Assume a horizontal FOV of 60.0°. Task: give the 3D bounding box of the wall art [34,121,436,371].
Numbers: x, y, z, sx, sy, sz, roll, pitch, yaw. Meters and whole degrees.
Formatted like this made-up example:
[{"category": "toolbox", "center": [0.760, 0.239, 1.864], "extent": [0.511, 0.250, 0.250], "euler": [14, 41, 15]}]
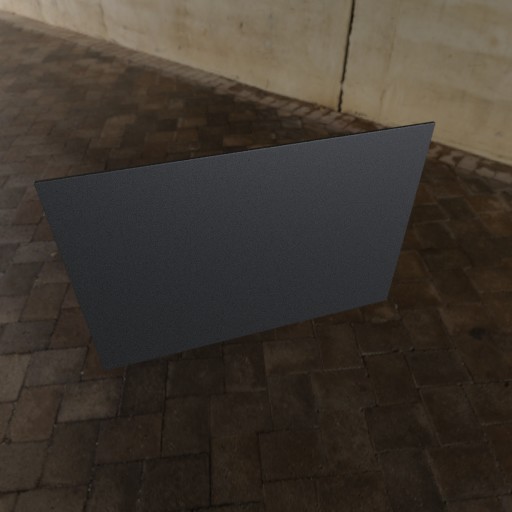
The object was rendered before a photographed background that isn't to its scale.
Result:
[{"category": "wall art", "center": [0.000, 0.000, 1.533], "extent": [1.192, 0.811, 0.013], "euler": [-12, 42, -13]}]
